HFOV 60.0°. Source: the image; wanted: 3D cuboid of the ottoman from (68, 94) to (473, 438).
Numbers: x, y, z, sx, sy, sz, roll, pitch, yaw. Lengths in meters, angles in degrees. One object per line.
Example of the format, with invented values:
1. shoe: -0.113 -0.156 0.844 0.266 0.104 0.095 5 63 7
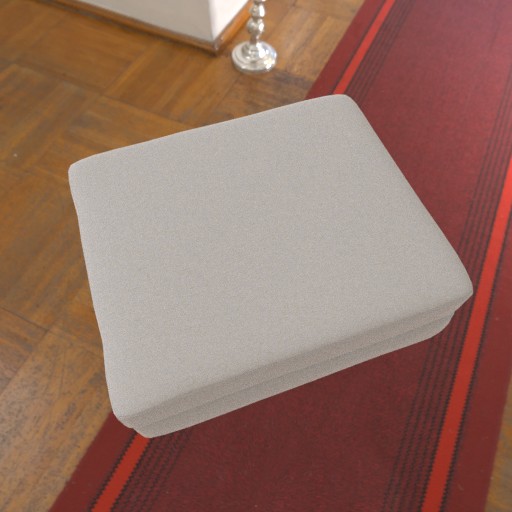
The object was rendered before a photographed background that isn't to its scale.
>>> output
1. ottoman: 0.000 0.000 1.432 0.976 0.492 0.836 -17 62 -9
